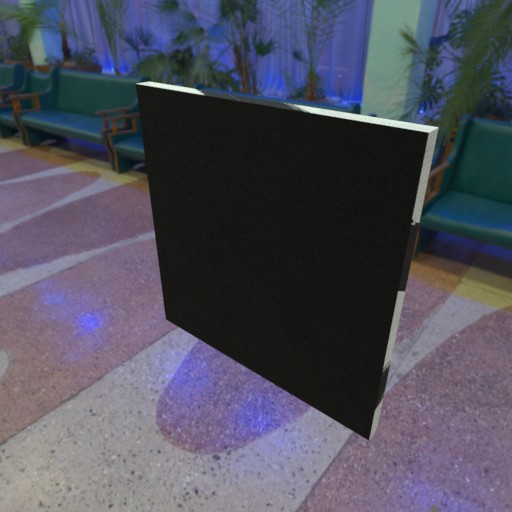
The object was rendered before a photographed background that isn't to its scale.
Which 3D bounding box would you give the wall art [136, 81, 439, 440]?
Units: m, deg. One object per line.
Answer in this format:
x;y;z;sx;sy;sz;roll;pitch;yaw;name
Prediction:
0.000;0.000;1.138;0.765;0.765;0.046;22;37;33;wall art
